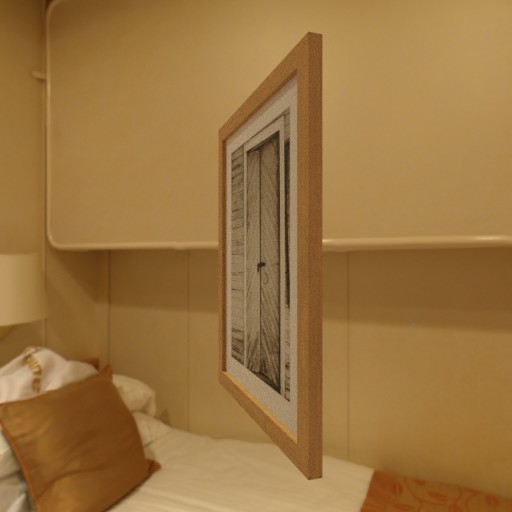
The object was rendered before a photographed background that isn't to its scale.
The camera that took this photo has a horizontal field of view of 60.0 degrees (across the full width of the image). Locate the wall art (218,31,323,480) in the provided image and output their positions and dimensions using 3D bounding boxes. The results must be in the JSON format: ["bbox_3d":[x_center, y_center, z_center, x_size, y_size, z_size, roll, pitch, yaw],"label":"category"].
[{"bbox_3d":[0.000,0.000,0.774,0.020,0.561,0.460,0,0,-19],"label":"wall art"}]
